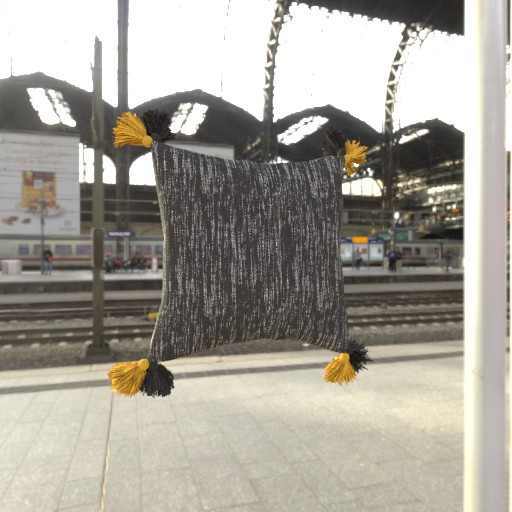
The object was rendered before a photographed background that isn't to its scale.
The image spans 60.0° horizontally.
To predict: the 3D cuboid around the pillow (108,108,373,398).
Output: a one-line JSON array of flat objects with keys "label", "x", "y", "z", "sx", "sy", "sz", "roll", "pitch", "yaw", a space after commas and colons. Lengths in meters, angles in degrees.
[{"label": "pillow", "x": 0.000, "y": 0.000, "z": 1.023, "sx": 0.654, "sy": 0.659, "sz": 0.139, "roll": 0, "pitch": 0, "yaw": -19}]
